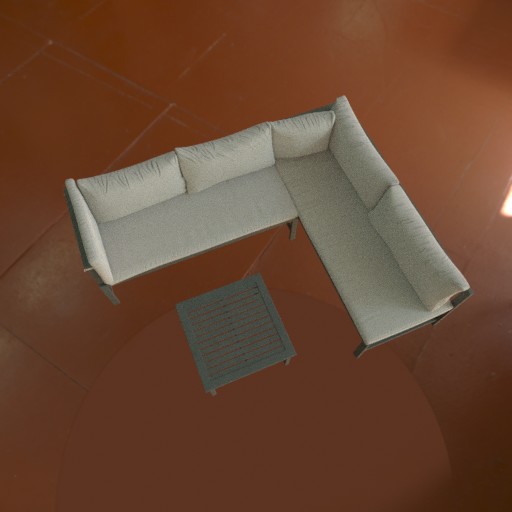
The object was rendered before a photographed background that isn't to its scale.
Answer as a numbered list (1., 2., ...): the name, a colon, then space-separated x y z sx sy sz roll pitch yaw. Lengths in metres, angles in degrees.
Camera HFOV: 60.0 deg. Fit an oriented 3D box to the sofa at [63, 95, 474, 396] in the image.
1. sofa: 0.000 0.000 2.993 2.096 0.758 1.658 -20 66 -10
